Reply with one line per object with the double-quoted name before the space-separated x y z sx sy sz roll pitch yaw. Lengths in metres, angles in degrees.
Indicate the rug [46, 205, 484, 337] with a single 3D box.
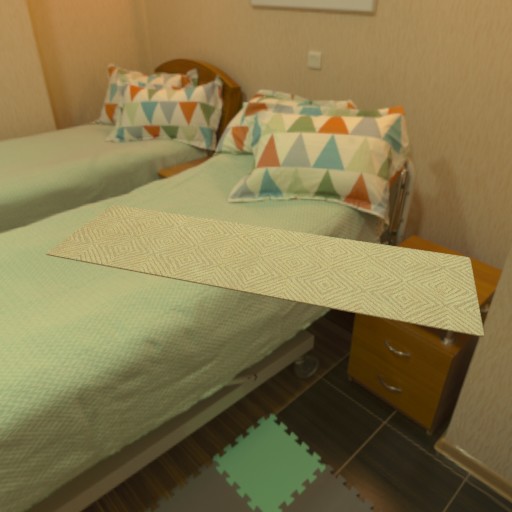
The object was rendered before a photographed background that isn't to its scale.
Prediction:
"rug" 0.000 0.000 2.477 2.277 0.008 0.676 9 33 15
